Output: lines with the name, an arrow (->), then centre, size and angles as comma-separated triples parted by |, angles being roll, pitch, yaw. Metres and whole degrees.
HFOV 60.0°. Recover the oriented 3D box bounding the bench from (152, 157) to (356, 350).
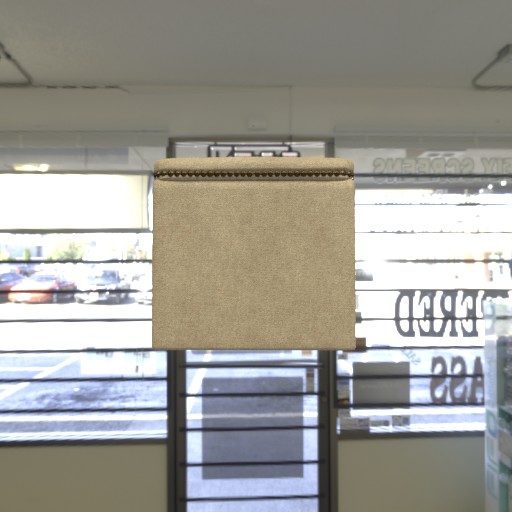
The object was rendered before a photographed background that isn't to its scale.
bench -> 0.000, 0.000, 1.719 | 0.470, 0.447, 1.482 | 0, -1, 0
